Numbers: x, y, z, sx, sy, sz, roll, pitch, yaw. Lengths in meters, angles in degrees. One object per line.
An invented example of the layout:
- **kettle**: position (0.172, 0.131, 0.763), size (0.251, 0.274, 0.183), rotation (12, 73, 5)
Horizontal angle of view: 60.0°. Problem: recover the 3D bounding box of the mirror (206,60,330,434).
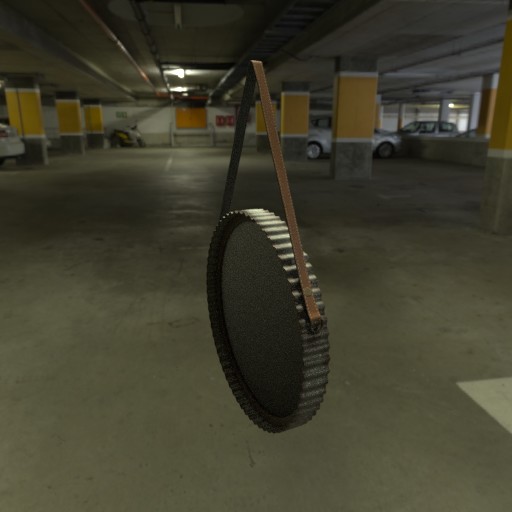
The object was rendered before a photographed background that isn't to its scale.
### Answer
- **mirror**: position (0.000, 0.000, 0.698), size (0.042, 0.568, 0.355), rotation (-8, 18, -26)
